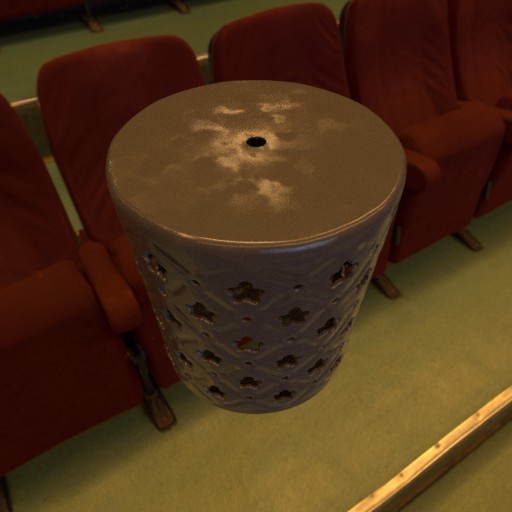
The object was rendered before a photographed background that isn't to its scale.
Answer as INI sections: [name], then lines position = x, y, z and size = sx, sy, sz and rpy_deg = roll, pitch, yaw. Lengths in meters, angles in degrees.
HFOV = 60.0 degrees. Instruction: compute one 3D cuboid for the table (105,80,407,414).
[table]
position = 0.000, 0.000, 0.657
size = 0.352, 0.387, 0.352
rpy_deg = 0, 46, 0
